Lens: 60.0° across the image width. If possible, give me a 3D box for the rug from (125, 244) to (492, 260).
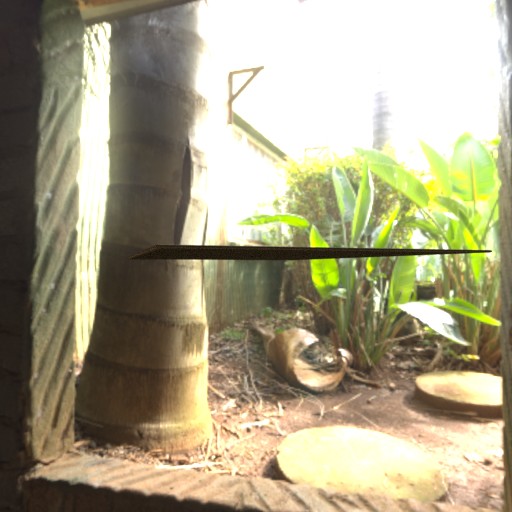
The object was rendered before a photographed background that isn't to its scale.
[{"bbox_3d":[0.000,0.000,2.295,1.219,0.010,1.829,1,-2,-19],"label":"rug"}]
